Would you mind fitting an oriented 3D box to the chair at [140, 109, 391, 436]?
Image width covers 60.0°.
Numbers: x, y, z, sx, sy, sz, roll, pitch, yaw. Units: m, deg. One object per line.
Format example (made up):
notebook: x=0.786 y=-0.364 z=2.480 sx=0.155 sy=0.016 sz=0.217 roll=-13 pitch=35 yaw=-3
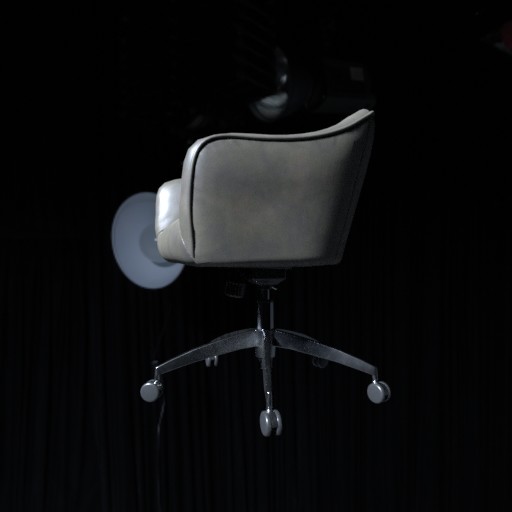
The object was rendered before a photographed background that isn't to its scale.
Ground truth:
chair: x=0.000 y=0.000 z=1.360 sx=0.689 sy=0.827 sz=0.713 roll=0 pitch=0 yaw=-18
